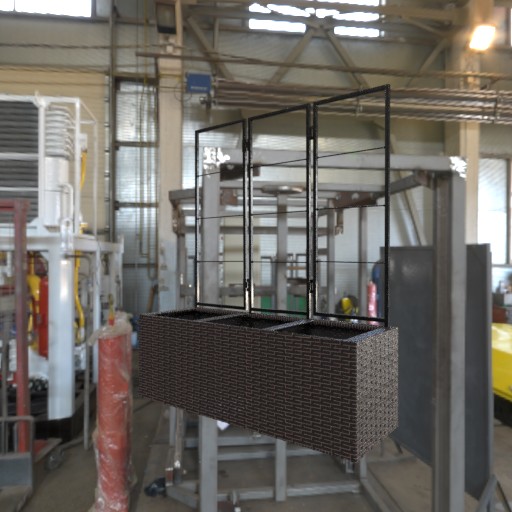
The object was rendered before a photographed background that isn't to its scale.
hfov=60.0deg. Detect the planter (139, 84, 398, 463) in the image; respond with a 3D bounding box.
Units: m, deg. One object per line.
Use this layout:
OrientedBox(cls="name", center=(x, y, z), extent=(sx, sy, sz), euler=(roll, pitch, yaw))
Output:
OrientedBox(cls="planter", center=(0.000, 0.000, 1.205), extent=(0.699, 0.841, 0.244), euler=(0, 0, 38))
